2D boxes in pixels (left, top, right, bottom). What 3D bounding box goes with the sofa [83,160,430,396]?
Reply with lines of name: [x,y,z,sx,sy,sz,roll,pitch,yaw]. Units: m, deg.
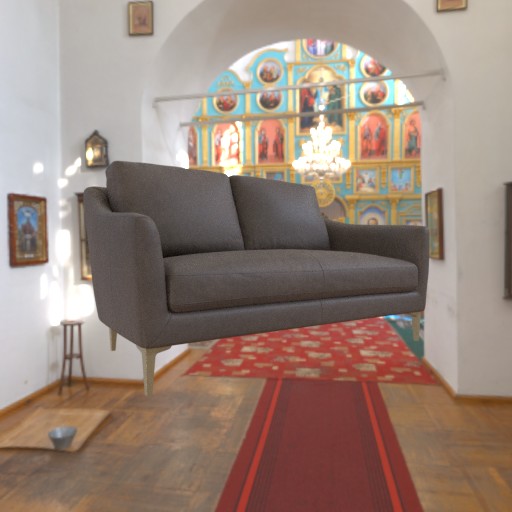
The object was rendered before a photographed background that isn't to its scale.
sofa: [0.000,0.000,2.242,1.619,0.902,0.960,0,1,-36]
